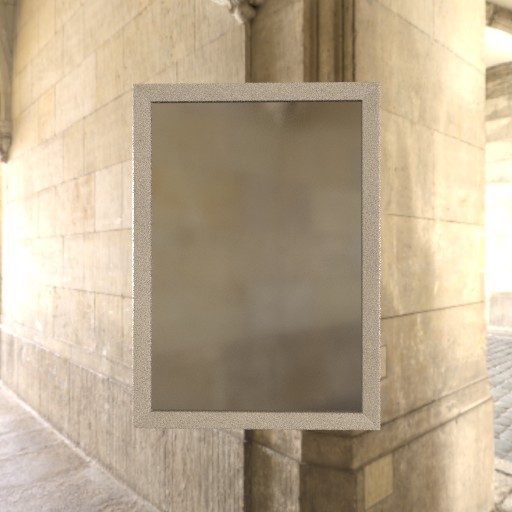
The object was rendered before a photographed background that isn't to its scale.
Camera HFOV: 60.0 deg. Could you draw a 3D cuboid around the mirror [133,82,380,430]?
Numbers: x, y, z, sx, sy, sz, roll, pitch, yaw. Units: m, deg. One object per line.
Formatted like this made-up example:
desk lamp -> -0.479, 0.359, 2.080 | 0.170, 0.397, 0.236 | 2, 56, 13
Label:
mirror -> 0.000, 0.000, 0.928 | 0.507, 0.710, 0.040 | 0, 0, 1
